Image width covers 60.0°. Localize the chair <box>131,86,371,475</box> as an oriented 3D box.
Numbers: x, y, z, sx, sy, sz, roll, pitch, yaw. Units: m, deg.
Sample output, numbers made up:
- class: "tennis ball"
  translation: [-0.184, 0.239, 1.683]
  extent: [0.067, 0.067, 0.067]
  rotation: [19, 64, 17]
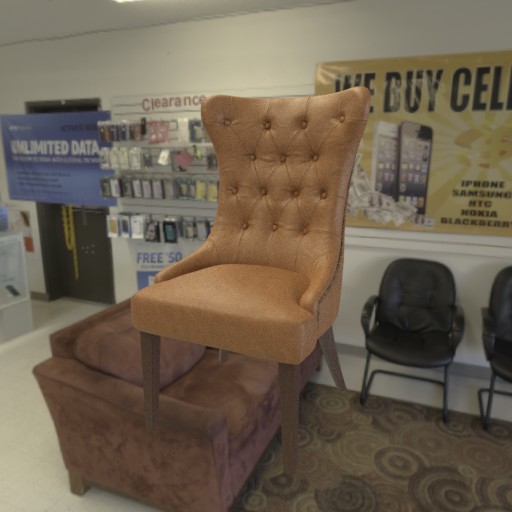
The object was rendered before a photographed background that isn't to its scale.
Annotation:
- class: "chair"
  translation: [0.000, 0.000, 1.451]
  extent: [0.611, 1.065, 0.669]
  rotation: [7, 15, 25]
